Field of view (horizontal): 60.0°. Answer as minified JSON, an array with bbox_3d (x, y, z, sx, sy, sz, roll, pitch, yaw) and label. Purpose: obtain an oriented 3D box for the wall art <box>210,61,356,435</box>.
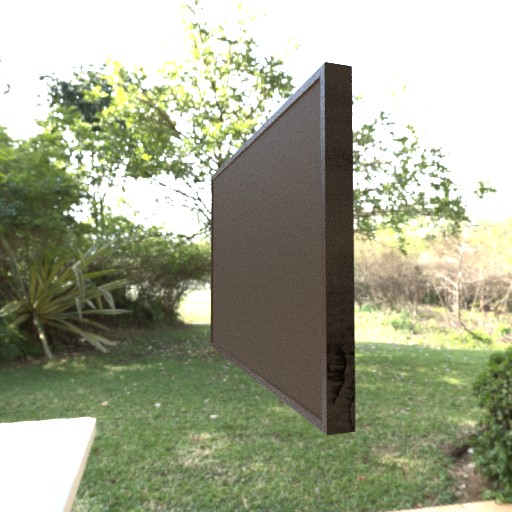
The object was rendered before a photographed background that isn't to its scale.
[{"bbox_3d":[0.000,0.000,0.778,0.035,0.407,0.613,1,-2,-18],"label":"wall art"}]
